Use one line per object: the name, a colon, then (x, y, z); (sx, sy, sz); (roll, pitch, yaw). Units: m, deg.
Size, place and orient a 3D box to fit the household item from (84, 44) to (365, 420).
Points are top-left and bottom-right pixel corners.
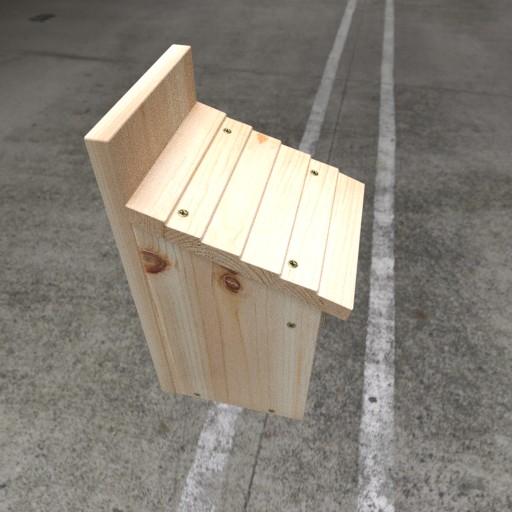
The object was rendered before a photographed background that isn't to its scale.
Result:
household item: (0.000, 0.000, 0.398); (0.171, 0.300, 0.149); (9, 46, 9)
